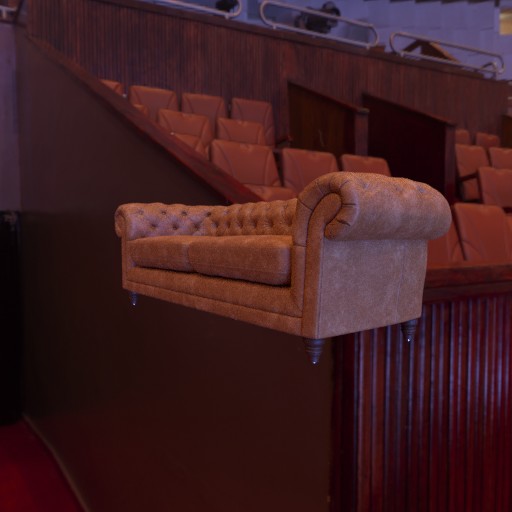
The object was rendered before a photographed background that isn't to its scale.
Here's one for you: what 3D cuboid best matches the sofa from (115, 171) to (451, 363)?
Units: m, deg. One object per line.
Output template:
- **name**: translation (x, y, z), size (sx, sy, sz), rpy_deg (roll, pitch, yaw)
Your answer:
- **sofa**: translation (0.000, 0.000, 2.746), size (0.989, 0.760, 2.365), rpy_deg (-2, 3, -37)
